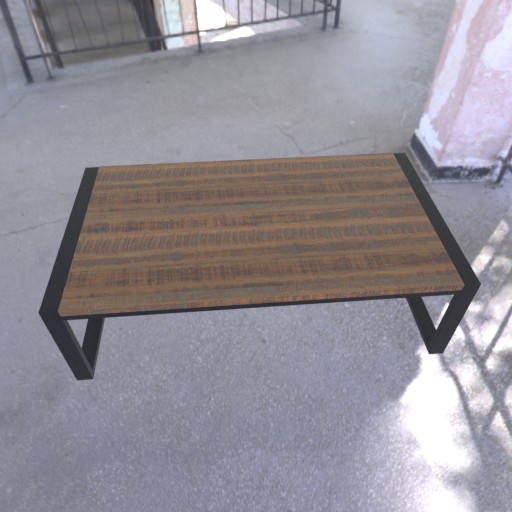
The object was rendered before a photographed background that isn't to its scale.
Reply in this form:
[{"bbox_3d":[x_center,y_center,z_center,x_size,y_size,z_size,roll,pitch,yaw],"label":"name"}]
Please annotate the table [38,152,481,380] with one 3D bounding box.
[{"bbox_3d":[0.000,0.000,1.748,1.350,0.400,0.750,-3,46,-3],"label":"table"}]
